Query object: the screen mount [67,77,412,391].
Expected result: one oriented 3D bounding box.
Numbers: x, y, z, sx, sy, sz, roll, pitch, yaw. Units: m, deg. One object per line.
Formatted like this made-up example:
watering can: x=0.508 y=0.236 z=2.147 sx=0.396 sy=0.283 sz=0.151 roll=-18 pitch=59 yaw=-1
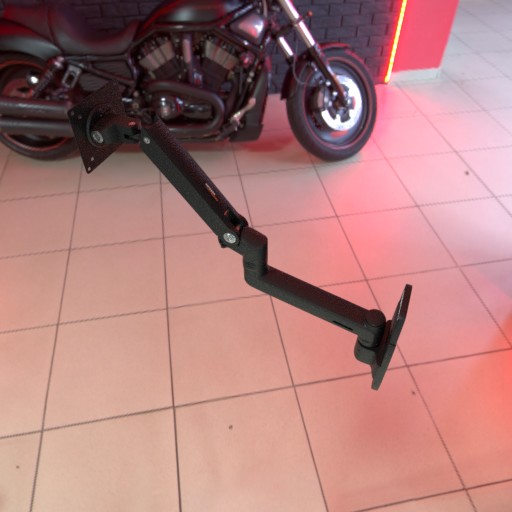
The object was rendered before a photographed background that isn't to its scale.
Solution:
screen mount: x=0.000 y=0.000 z=0.725 sx=0.495 sy=0.466 sz=0.115 roll=16 pitch=48 yaw=15
